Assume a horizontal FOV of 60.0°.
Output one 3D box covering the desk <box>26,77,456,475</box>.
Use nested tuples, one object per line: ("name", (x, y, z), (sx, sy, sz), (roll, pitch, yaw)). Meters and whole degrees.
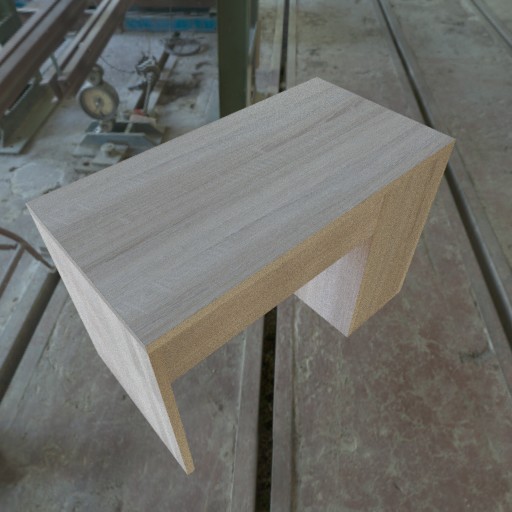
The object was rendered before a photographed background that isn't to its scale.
("desk", (0.000, 0.000, 1.516), (1.100, 0.731, 0.600), (-33, 54, -27))
